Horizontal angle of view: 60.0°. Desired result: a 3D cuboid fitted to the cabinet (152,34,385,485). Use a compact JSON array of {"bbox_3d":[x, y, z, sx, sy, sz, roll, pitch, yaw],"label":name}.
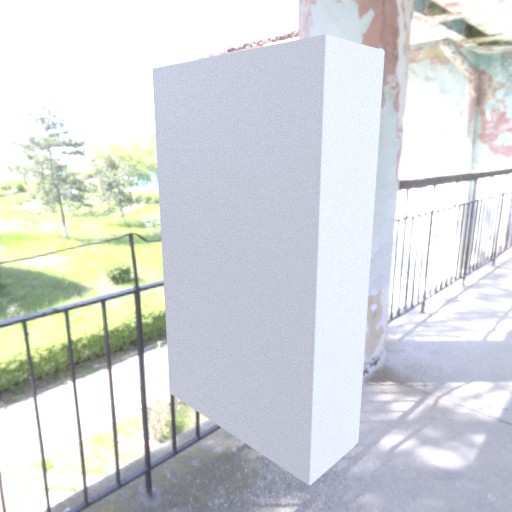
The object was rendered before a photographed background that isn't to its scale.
[{"bbox_3d":[0.000,0.000,2.627,1.250,2.160,0.480,14,20,43],"label":"cabinet"}]
